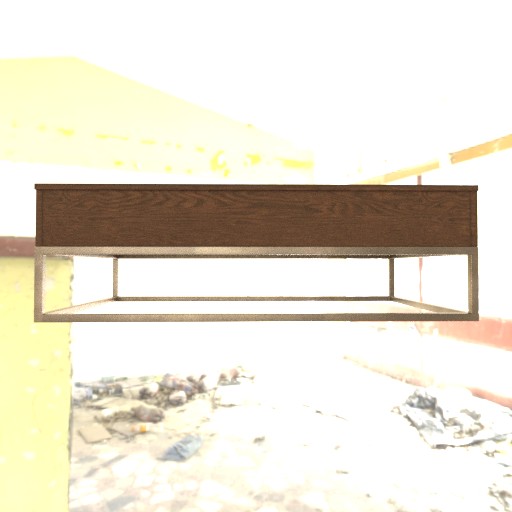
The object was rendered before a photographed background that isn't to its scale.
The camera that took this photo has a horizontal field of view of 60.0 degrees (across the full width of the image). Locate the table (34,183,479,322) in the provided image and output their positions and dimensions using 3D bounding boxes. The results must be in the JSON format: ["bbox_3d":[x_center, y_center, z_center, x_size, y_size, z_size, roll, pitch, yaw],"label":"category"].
[{"bbox_3d":[0.000,0.000,1.518,1.167,0.361,0.719,0,-1,-1],"label":"table"}]
